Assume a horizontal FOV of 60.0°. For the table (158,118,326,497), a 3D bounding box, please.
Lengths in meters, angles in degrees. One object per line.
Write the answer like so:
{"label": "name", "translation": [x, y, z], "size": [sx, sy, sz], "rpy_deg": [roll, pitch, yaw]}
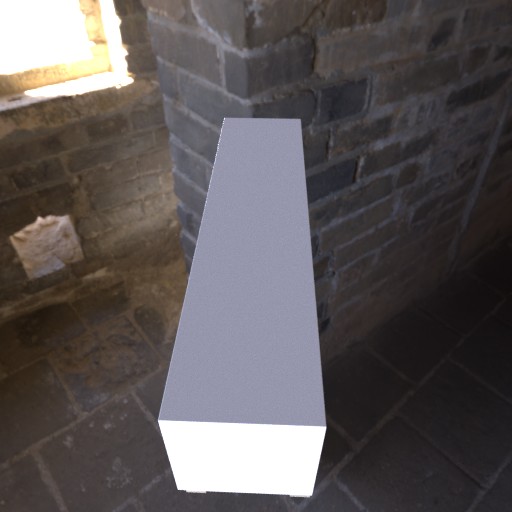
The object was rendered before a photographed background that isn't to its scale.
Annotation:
{"label": "table", "translation": [0.000, 0.000, 1.780], "size": [0.390, 0.420, 1.650], "rpy_deg": [2, 41, 2]}
